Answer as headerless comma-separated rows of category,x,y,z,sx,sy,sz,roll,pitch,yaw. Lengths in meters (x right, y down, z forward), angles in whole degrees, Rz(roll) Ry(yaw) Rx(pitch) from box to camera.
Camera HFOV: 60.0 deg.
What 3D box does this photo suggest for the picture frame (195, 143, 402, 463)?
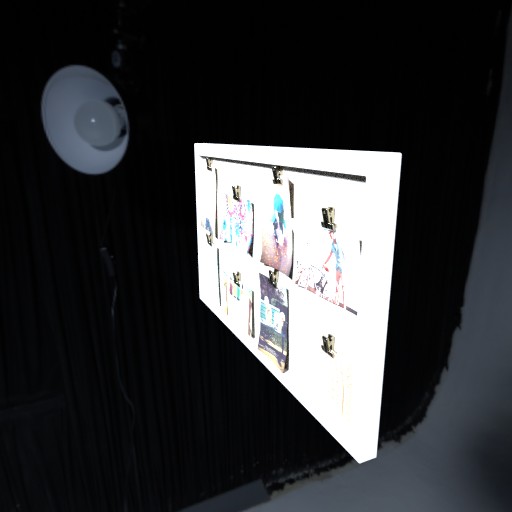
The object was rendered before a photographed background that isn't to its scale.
picture frame,0.000,0.000,0.790,0.044,0.379,0.647,-7,17,-24
